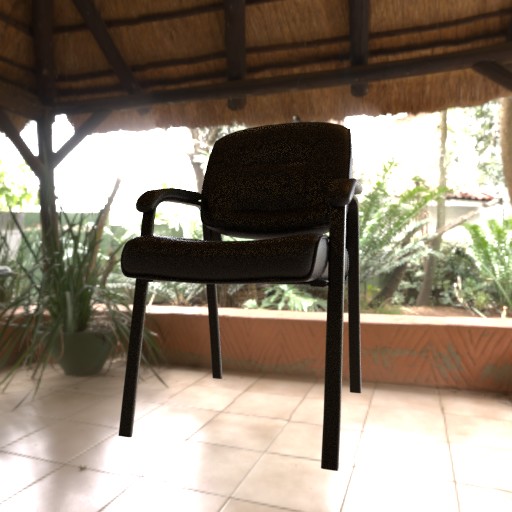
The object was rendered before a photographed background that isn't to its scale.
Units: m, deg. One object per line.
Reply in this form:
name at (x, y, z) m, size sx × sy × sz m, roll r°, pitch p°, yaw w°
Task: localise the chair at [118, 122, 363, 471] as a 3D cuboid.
chair at (0.000, 0.000, 1.279) m, size 0.591 × 0.910 × 0.668 m, roll 0°, pitch 1°, yaw 19°
